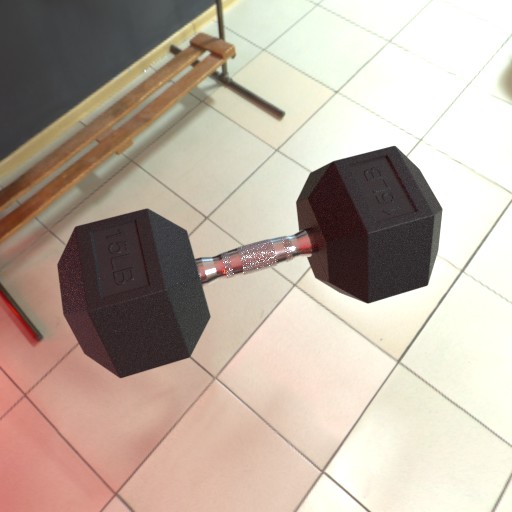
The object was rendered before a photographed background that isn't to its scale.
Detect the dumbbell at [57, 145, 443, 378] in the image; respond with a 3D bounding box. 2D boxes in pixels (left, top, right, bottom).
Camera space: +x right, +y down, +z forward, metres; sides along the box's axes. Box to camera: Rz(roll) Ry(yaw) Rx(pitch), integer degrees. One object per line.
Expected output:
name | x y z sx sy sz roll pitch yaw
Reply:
dumbbell | 0.000 0.000 0.339 0.271 0.106 0.122 -15 65 -7
